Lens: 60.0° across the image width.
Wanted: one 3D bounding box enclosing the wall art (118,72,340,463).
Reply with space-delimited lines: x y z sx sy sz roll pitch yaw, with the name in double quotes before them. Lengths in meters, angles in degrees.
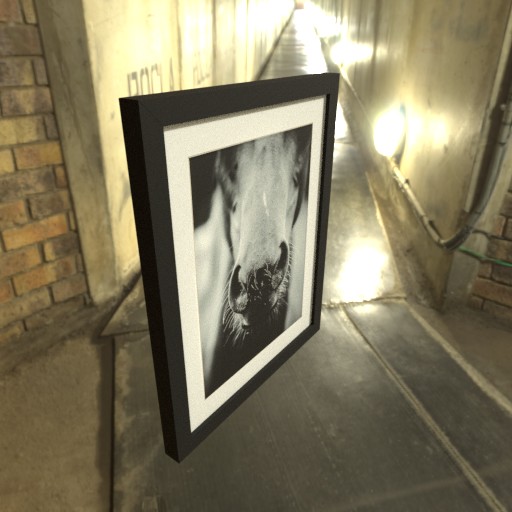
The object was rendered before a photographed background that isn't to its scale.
"wall art" 0.000 0.000 0.763 0.033 0.559 0.457 19 32 32
